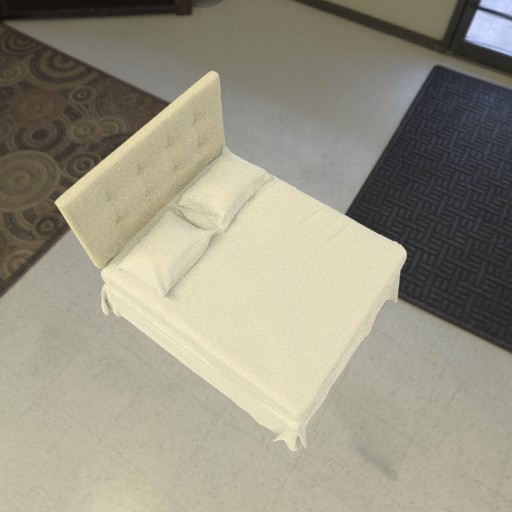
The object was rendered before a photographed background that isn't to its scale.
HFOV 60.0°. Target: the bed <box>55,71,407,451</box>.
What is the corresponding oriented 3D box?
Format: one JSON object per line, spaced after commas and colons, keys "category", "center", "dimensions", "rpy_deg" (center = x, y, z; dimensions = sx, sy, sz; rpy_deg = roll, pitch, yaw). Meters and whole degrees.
{"category": "bed", "center": [0.000, 0.000, 3.551], "dimensions": [2.222, 1.577, 1.936], "rpy_deg": [32, 65, 17]}
